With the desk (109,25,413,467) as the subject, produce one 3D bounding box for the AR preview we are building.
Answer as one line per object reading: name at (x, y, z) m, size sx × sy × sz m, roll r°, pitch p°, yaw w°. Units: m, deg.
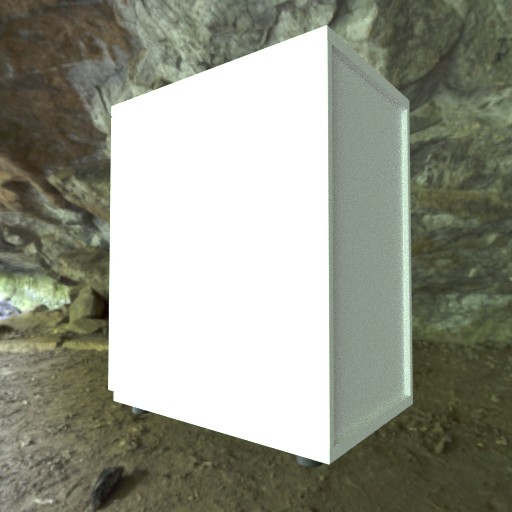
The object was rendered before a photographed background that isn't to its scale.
desk at (0.000, 0.000, 1.052) m, size 0.600 × 0.730 × 0.404 m, roll -1°, pitch -2°, yaw 37°
